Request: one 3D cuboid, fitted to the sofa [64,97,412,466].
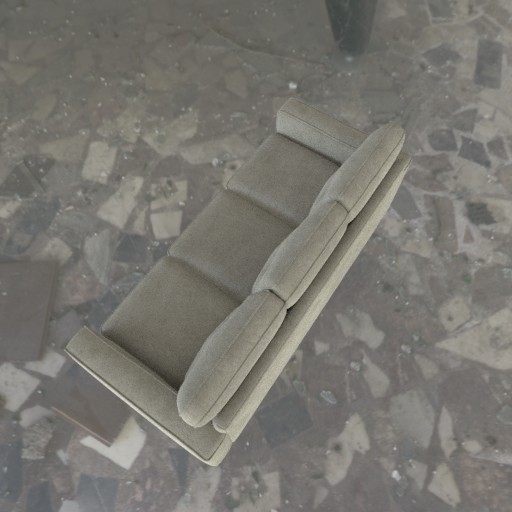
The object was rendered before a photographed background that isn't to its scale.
[{"bbox_3d":[0.000,0.000,2.638,0.939,0.965,2.133,32,67,15],"label":"sofa"}]
